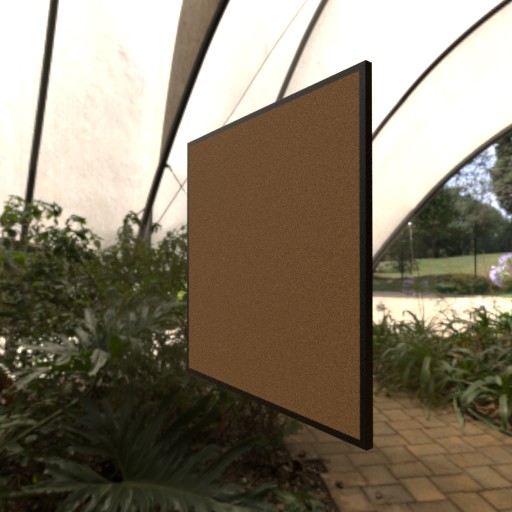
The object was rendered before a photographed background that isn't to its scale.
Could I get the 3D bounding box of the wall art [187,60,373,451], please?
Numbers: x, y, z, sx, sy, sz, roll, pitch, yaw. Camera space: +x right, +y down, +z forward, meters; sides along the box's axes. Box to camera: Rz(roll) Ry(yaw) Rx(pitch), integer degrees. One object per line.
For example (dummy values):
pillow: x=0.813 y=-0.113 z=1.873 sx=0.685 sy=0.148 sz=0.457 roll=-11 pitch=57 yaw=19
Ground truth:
wall art: x=0.000 y=0.000 z=0.707 sx=0.012 sy=0.458 sz=0.457 roll=0 pitch=-1 yaw=-36
